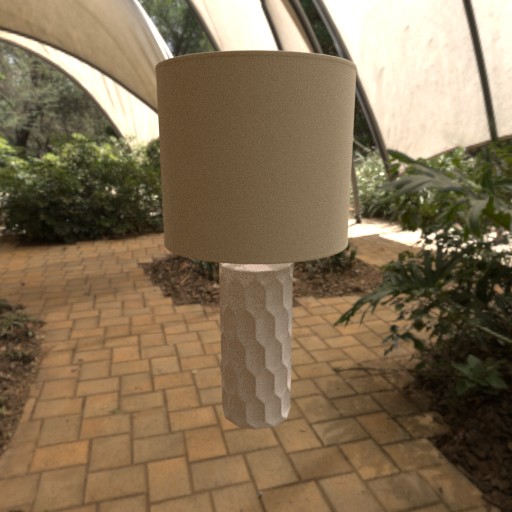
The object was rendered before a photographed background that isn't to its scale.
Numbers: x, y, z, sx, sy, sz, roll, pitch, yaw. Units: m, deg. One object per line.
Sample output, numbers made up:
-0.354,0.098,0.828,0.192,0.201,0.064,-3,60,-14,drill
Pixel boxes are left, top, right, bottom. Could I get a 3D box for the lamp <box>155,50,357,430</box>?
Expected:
0.000,0.000,0.687,0.277,0.537,0.277,-13,19,-43,lamp
